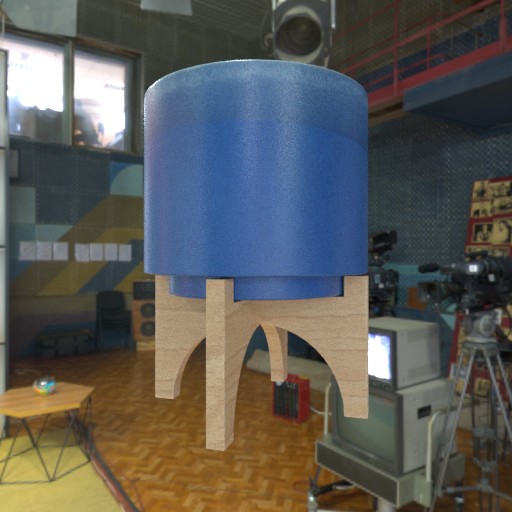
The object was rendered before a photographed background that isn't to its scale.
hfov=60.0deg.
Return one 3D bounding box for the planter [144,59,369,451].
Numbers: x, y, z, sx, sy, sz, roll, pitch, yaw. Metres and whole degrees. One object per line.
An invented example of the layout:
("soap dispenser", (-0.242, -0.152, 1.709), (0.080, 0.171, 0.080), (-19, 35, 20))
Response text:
("planter", (0.000, 0.000, 0.392), (0.192, 0.263, 0.192), (0, 0, 0))
